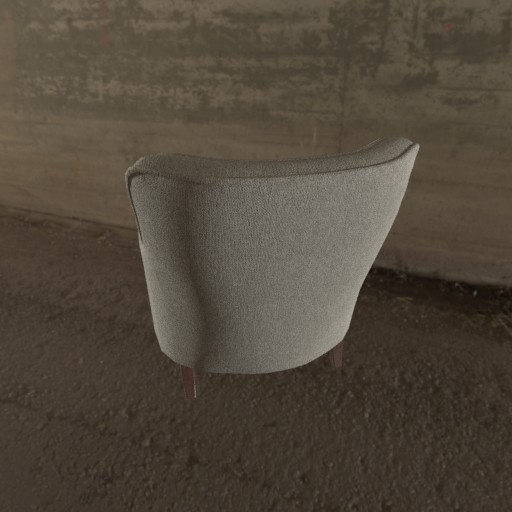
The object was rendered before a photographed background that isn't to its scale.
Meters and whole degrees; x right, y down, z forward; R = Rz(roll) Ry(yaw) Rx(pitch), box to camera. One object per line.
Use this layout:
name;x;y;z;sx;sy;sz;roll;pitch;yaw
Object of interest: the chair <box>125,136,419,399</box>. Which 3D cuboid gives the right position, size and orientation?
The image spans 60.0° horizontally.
chair;0.000;0.000;1.587;0.820;0.920;0.910;-8;28;-15
